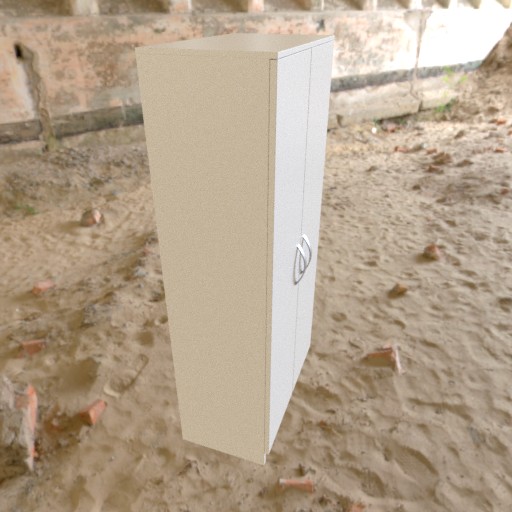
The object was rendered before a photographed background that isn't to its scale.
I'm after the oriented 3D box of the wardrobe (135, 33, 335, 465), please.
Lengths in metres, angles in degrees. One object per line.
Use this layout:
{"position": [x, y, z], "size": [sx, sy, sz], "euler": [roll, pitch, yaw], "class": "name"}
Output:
{"position": [0.000, 0.000, 1.940], "size": [0.470, 1.700, 0.760], "euler": [10, 31, 17], "class": "wardrobe"}
